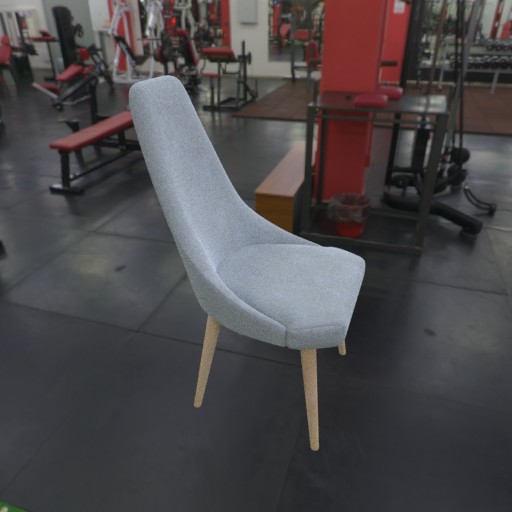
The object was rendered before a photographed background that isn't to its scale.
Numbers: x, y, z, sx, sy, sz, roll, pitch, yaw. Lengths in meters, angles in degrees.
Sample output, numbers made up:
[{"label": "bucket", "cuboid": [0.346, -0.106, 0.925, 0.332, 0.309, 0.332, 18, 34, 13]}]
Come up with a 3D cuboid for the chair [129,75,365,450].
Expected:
[{"label": "chair", "cuboid": [0.000, 0.000, 1.424, 0.660, 1.040, 0.510, 10, 31, 18]}]
